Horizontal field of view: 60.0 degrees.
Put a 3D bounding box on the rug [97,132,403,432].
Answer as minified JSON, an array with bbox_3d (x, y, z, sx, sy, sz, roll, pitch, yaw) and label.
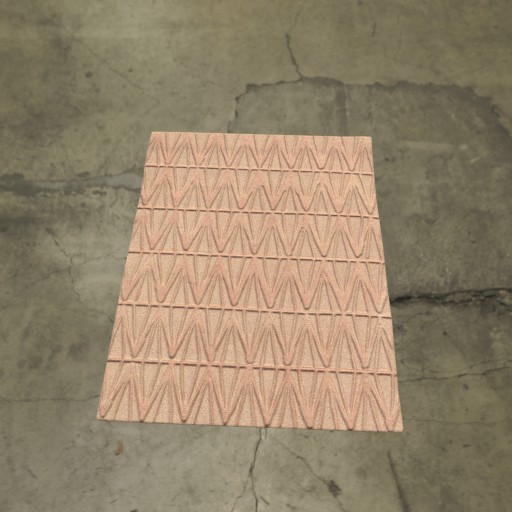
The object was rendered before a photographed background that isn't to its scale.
[{"bbox_3d":[0.000,0.000,4.213,2.453,0.043,3.052,2,63,1],"label":"rug"}]
